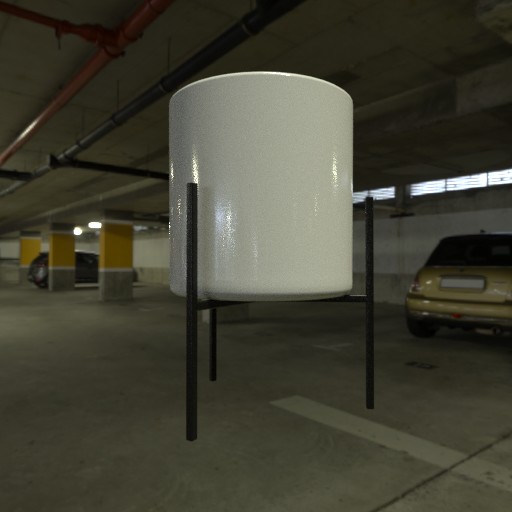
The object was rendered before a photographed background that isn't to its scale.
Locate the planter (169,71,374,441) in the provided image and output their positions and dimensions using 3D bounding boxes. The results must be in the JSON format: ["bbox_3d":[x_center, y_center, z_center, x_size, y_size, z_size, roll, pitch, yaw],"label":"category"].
[{"bbox_3d":[0.000,0.000,0.525,0.239,0.356,0.239,0,-1,33],"label":"planter"}]
